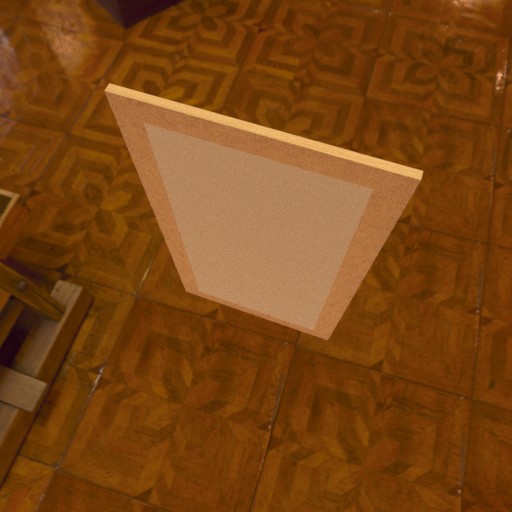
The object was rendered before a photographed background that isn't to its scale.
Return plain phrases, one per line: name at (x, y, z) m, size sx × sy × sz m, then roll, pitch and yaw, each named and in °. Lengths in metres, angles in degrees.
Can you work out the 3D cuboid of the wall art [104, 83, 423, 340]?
wall art at (0.000, 0.000, 0.814) m, size 0.381 × 0.683 × 0.013 m, roll 18°, pitch 66°, yaw 8°
